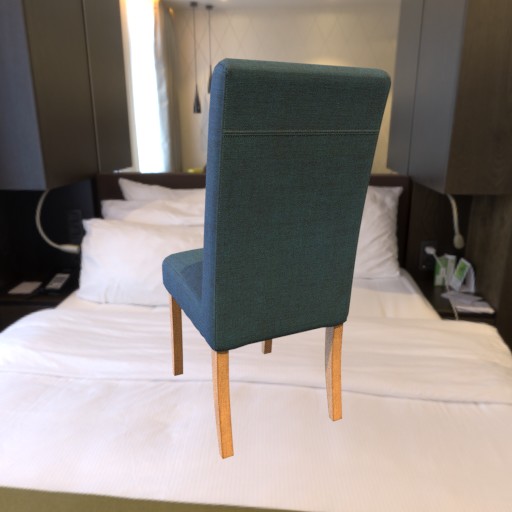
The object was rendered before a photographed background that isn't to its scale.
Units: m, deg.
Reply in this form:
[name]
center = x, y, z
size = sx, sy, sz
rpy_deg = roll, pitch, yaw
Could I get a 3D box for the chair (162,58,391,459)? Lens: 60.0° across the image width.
[chair]
center = 0.000, 0.000, 1.360
size = 0.450, 1.029, 0.610
rpy_deg = -8, 18, -25
